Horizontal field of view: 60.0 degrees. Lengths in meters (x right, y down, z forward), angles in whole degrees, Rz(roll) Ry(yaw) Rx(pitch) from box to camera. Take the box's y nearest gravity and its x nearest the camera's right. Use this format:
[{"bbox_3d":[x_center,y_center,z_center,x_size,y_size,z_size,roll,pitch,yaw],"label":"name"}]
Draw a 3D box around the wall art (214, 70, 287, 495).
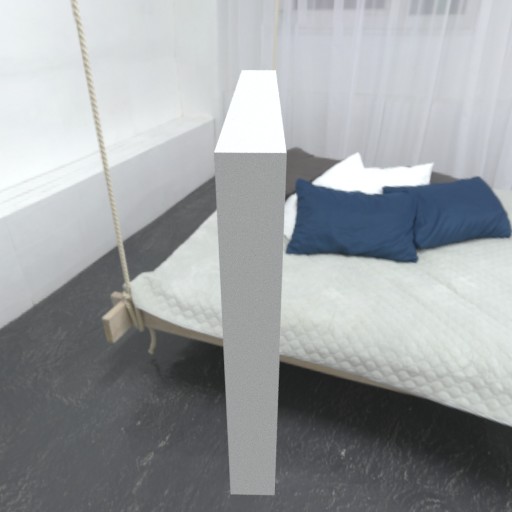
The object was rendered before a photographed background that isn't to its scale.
[{"bbox_3d":[0.000,0.000,0.442,0.038,0.304,0.305,1,30,1],"label":"wall art"}]
